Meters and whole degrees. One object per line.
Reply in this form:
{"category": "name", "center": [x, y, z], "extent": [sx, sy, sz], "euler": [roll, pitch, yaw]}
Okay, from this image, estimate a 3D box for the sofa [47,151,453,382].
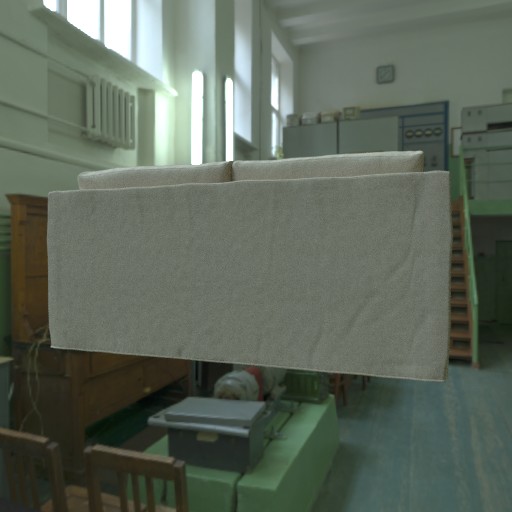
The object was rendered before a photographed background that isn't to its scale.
{"category": "sofa", "center": [0.000, 0.000, 2.183], "extent": [1.719, 0.835, 0.962], "euler": [0, 1, 19]}
